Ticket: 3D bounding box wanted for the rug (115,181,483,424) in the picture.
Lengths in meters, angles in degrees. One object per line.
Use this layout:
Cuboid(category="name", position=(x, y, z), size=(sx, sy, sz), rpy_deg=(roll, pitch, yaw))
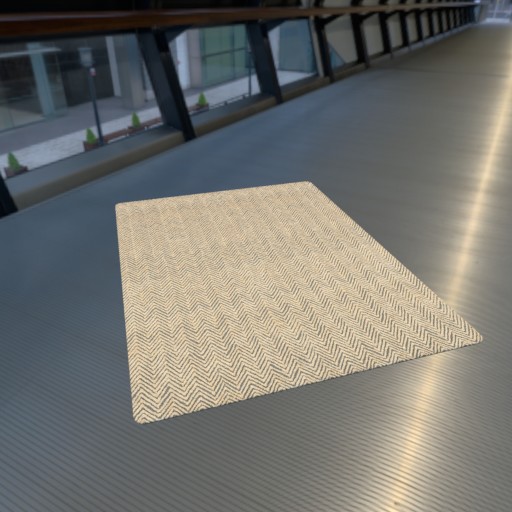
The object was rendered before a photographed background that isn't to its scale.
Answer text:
Cuboid(category="rug", position=(0.000, 0.000, 4.145), size=(2.439, 0.014, 3.207), rpy_deg=(-9, 32, -15))
